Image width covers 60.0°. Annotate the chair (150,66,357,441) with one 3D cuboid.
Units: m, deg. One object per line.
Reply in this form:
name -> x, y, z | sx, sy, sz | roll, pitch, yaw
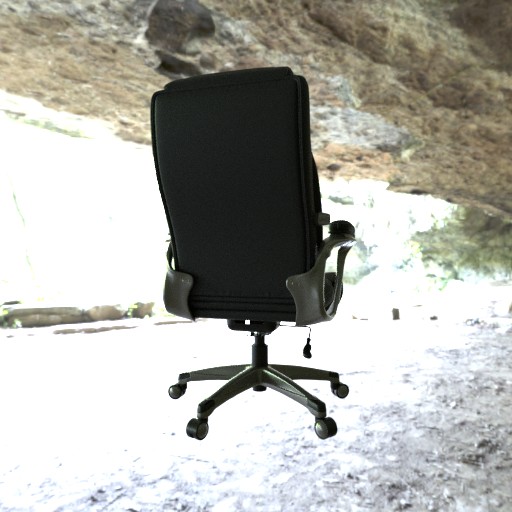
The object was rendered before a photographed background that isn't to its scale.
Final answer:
chair -> 0.000, 0.000, 1.703 | 0.741, 1.167, 0.784 | 0, 1, 17
